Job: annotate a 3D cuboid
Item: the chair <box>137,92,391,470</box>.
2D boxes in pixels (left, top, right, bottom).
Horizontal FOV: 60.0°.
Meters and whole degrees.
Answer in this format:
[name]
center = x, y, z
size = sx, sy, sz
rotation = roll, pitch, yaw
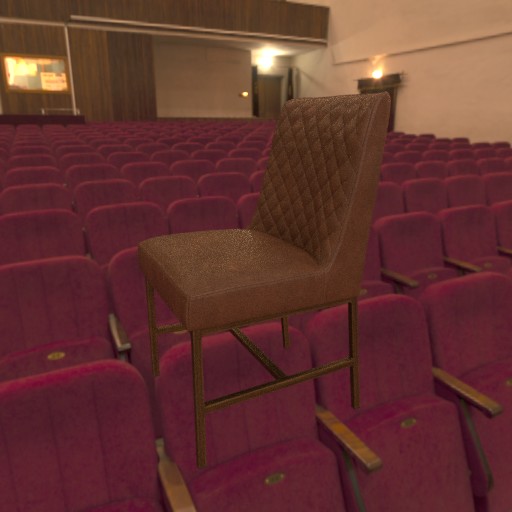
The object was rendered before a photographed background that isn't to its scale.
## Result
[chair]
center = 0.000, 0.000, 1.274
size = 0.587, 0.889, 0.508
rotation = -8, 18, -25
